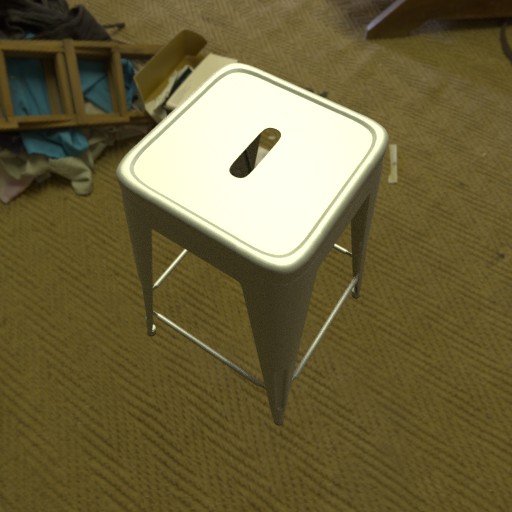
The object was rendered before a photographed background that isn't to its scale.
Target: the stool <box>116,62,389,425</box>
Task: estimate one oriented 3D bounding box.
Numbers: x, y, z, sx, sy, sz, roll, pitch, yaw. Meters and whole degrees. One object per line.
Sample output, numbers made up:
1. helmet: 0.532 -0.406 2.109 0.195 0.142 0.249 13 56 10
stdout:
1. stool: 0.000 0.000 0.894 0.406 0.610 0.406 30 65 16
